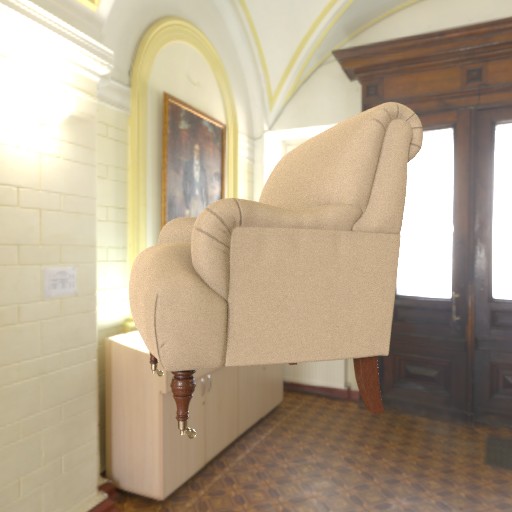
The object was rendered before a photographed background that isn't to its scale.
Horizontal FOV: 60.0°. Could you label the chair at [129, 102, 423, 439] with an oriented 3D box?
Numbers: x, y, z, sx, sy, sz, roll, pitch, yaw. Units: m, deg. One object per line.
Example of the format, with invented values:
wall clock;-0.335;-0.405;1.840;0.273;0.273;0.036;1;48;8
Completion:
chair;0.000;0.000;1.536;0.842;0.942;0.766;0;1;-20
